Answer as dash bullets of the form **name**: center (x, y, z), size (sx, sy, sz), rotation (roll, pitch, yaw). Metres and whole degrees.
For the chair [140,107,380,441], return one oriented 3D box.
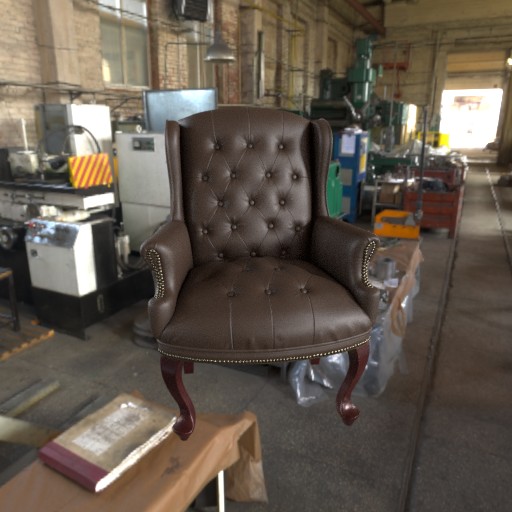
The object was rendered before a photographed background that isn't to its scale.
- **chair**: center (0.000, 0.000, 1.735), size (0.829, 1.132, 0.819), rotation (-2, 16, -7)
